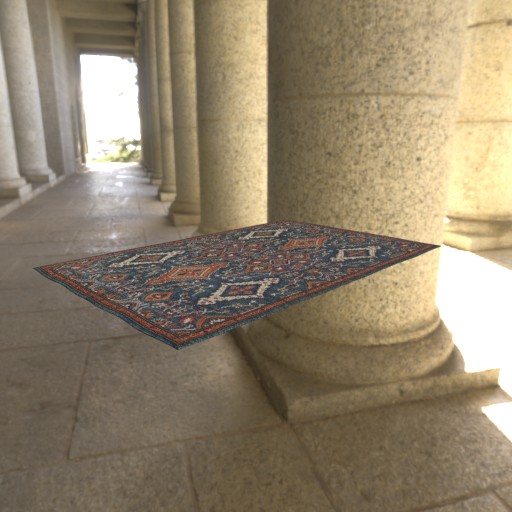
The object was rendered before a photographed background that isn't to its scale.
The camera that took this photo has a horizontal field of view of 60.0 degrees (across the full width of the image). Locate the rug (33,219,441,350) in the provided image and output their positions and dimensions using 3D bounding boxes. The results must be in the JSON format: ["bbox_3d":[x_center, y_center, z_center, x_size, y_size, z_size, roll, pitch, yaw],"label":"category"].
[{"bbox_3d":[0.000,0.000,4.252,3.371,0.008,2.190,-14,21,-43],"label":"rug"}]
